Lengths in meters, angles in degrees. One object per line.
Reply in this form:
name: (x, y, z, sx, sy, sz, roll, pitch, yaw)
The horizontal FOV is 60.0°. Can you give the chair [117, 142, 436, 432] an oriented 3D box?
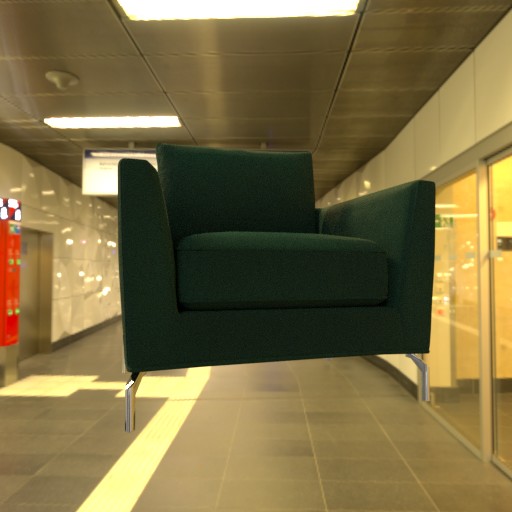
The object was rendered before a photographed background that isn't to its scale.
chair: (0.000, 0.000, 1.749, 1.047, 0.997, 0.852, 1, -2, -17)
